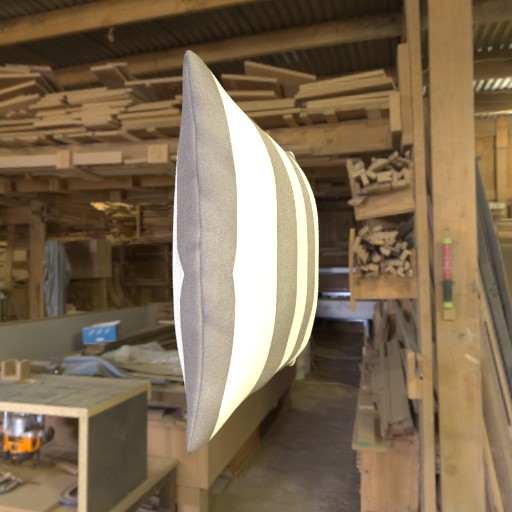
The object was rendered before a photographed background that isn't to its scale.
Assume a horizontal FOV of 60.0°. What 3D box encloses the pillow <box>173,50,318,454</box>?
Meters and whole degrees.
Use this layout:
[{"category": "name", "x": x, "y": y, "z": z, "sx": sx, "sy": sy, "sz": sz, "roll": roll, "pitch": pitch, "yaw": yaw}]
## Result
[{"category": "pillow", "x": 0.000, "y": 0.000, "z": 0.797, "sx": 0.192, "sy": 0.507, "sz": 0.522, "roll": -1, "pitch": -2, "yaw": 19}]
